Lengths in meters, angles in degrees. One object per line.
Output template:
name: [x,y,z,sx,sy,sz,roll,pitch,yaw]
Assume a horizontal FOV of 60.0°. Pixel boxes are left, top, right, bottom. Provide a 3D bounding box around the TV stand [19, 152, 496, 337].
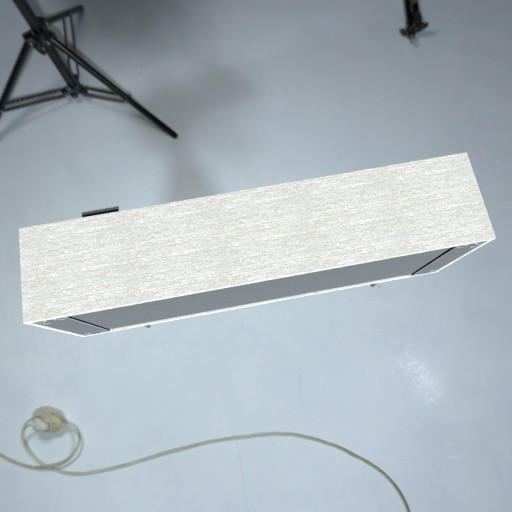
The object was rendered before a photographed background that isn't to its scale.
TV stand: [0.000,0.000,2.093,1.804,0.787,0.405,-10,75,-3]
